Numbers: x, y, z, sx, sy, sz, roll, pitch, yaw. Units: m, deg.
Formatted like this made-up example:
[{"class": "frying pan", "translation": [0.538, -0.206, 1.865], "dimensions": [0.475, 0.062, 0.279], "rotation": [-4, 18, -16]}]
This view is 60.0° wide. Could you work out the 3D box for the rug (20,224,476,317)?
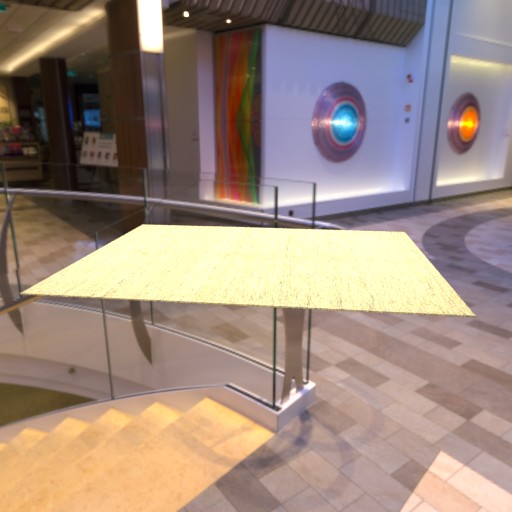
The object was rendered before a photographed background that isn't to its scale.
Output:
[{"class": "rug", "translation": [0.000, 0.000, 4.231], "dimensions": [3.201, 0.014, 2.437], "rotation": [2, 16, 7]}]
